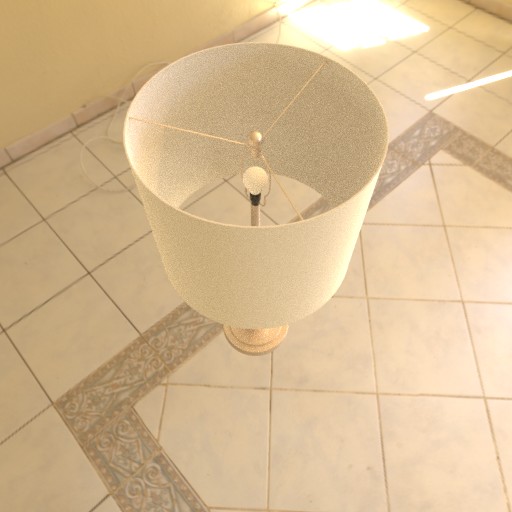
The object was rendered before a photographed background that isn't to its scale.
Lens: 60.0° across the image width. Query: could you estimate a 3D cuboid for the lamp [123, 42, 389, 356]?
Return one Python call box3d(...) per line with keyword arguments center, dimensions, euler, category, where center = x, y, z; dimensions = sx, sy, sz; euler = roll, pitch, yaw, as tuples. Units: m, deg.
box3d(center=(0.000, 0.000, 0.691), dimensions=(0.277, 0.538, 0.277), euler=(33, 64, 19), category="lamp")
